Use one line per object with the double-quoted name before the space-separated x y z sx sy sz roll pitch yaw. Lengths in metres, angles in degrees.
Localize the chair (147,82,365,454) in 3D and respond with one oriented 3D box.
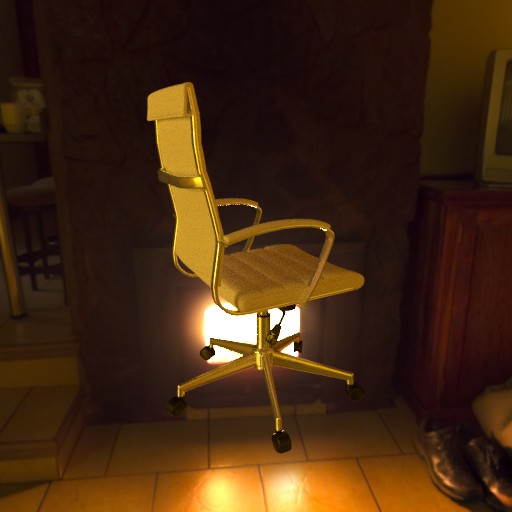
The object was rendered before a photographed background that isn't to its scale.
"chair" 0.000 0.000 1.661 0.739 1.149 0.766 -7 17 -25
